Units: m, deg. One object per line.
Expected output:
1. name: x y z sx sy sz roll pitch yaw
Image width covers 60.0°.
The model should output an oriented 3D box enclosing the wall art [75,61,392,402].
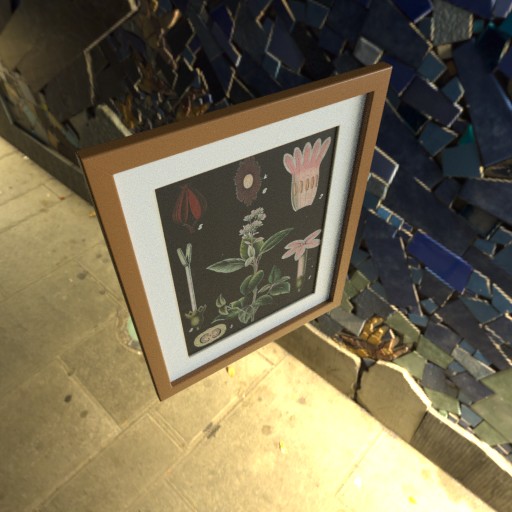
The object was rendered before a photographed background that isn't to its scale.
1. wall art: 0.000 0.000 0.752 0.449 0.550 0.021 -24 50 -22
